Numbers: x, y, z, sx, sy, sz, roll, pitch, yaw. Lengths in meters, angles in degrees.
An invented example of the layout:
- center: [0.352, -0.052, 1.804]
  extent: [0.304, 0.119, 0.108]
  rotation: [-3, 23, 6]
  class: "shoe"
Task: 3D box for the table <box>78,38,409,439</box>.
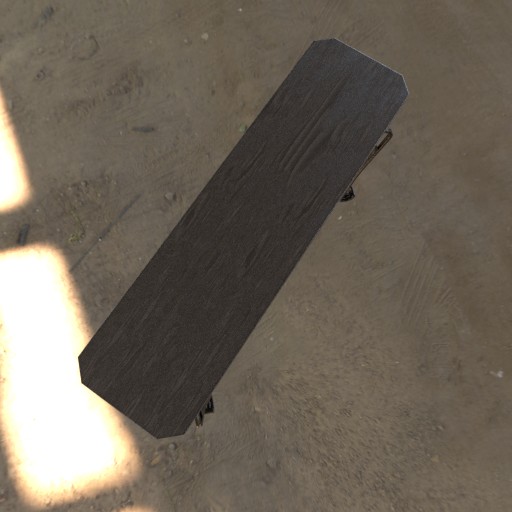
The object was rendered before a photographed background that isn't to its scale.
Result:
- center: [0.000, 0.000, 1.456]
  extent: [0.329, 0.800, 1.112]
  rotation: [33, 78, 8]
  class: "table"
